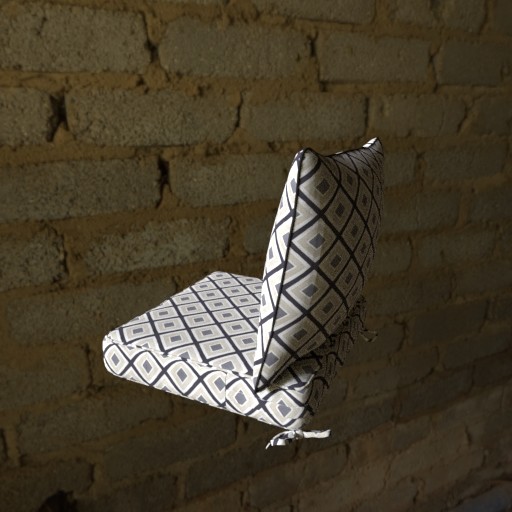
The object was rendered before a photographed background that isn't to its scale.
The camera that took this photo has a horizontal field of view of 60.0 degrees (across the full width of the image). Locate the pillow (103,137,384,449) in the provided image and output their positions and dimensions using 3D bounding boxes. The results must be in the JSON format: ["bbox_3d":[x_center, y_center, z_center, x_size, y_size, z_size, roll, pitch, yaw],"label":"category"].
[{"bbox_3d":[0.000,0.000,1.402,0.733,0.722,0.798,8,19,24],"label":"pillow"}]
